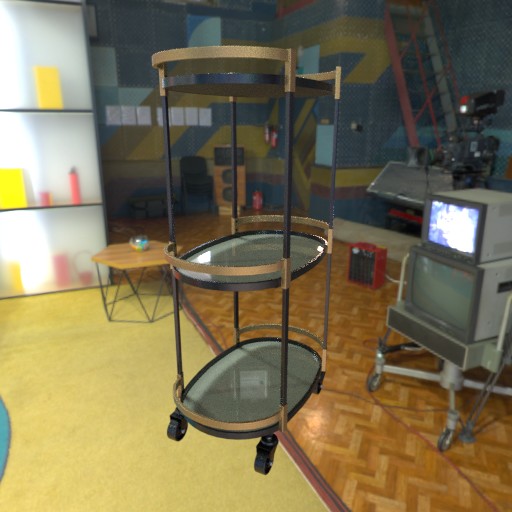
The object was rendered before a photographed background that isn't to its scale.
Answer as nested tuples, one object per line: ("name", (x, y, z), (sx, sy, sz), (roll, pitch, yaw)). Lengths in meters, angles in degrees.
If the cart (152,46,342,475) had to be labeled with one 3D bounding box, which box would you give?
("cart", (0.000, 0.000, 1.103), (0.311, 0.885, 0.515), (8, 19, 26))
